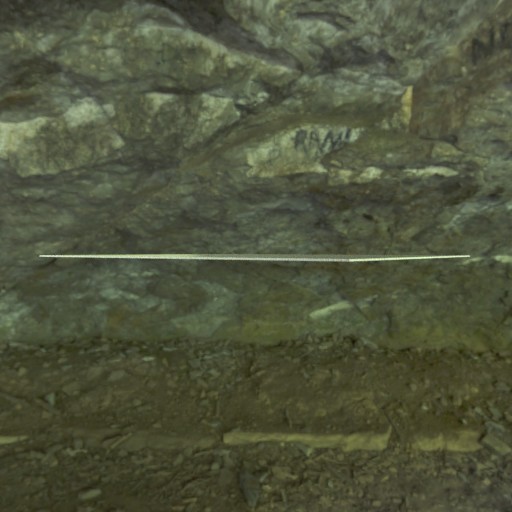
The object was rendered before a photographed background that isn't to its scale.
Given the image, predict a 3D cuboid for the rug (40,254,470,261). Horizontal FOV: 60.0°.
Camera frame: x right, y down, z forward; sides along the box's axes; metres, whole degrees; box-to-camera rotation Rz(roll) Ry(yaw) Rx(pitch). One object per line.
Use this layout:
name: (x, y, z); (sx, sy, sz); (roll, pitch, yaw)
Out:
rug: (0.000, 0.000, 3.406); (2.584, 0.011, 2.073); (0, 1, 38)
